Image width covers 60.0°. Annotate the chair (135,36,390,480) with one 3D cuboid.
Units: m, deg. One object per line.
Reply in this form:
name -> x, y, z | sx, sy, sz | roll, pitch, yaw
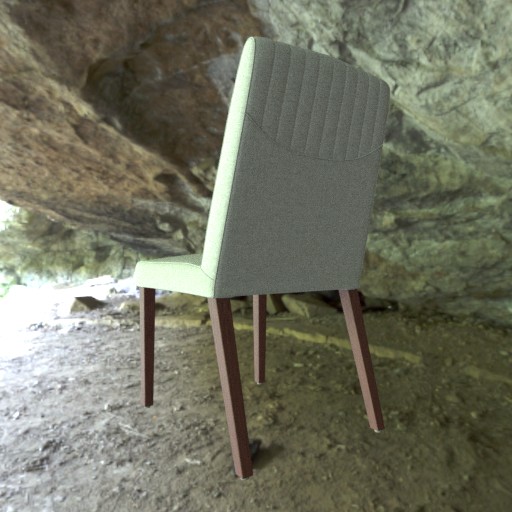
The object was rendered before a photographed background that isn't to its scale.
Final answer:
chair -> 0.000, 0.000, 1.221 | 0.480, 0.900, 0.594 | 0, 0, -36
